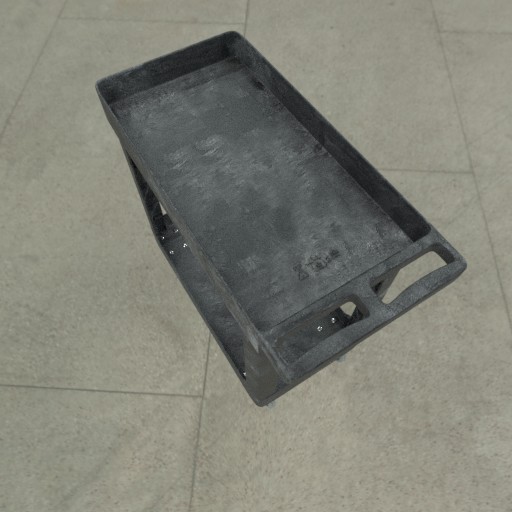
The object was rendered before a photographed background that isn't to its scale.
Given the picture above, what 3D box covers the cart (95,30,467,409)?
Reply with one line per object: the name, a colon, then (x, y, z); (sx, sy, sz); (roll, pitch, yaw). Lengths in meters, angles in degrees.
cart: (0.000, 0.000, 1.323); (0.420, 0.824, 0.877); (-28, 64, -16)
